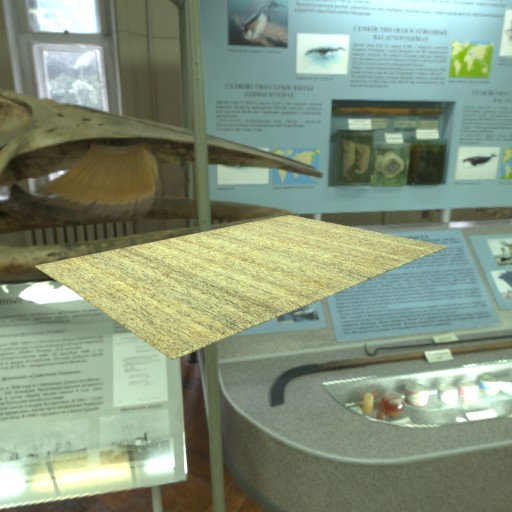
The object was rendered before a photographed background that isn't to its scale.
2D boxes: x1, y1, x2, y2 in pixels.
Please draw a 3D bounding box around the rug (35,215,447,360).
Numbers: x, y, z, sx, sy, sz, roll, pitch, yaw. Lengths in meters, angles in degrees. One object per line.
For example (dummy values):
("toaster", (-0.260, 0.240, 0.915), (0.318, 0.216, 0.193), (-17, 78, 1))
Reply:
("rug", (0.000, 0.000, 2.367), (1.846, 0.014, 1.243), (-15, 22, -41))
